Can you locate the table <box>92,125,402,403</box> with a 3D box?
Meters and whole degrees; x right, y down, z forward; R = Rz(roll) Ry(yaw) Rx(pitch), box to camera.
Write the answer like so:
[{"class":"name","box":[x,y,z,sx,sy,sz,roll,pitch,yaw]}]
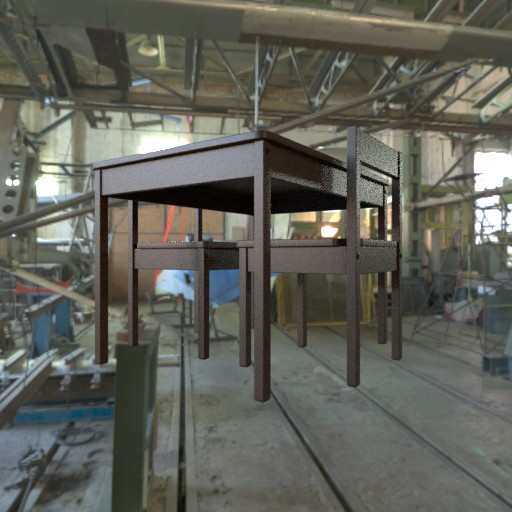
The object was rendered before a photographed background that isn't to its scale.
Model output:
[{"class":"table","box":[0.000,0.000,1.154,0.672,0.503,0.650,0,0,35]}]
